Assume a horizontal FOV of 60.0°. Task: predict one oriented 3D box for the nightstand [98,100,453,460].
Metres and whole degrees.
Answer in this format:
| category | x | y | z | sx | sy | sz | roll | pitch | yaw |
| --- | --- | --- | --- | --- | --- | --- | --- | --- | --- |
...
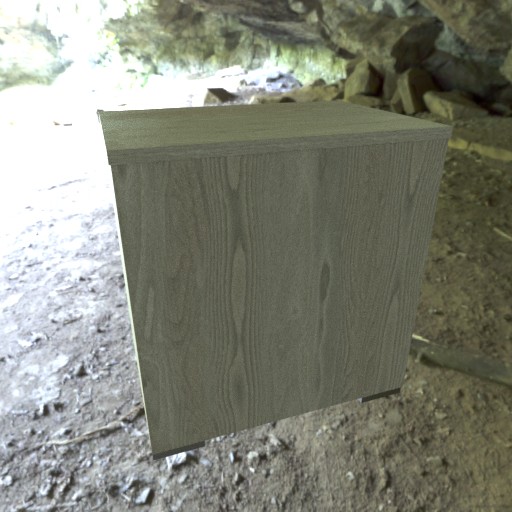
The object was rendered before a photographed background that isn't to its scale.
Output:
| category | x | y | z | sx | sy | sz | roll | pitch | yaw |
| --- | --- | --- | --- | --- | --- | --- | --- | --- | --- |
| nightstand | 0.000 | 0.000 | 0.763 | 0.442 | 0.461 | 0.325 | -9 | 27 | -17 |
